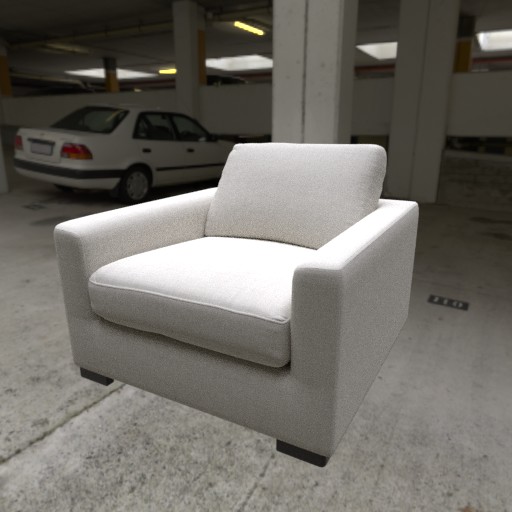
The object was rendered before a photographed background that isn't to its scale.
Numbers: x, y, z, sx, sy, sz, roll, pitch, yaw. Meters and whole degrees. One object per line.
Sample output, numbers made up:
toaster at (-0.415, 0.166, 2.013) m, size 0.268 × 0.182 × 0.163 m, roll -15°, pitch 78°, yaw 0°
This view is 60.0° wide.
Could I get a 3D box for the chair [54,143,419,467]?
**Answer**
chair at (0.000, 0.000, 1.812) m, size 1.070 × 0.876 × 1.100 m, roll 9°, pitch 18°, yaw 28°
